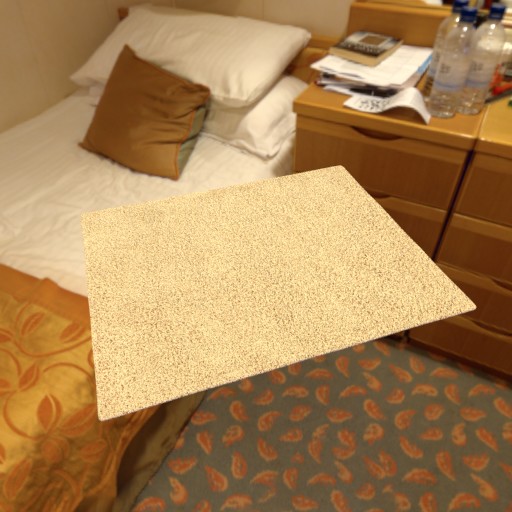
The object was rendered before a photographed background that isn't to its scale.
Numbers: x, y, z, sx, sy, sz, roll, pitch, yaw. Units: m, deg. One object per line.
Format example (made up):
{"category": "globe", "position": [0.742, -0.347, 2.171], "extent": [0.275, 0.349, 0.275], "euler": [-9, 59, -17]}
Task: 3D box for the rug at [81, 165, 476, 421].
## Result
{"category": "rug", "position": [0.000, 0.000, 4.160], "extent": [3.047, 0.029, 2.438], "euler": [-13, 43, -14]}
